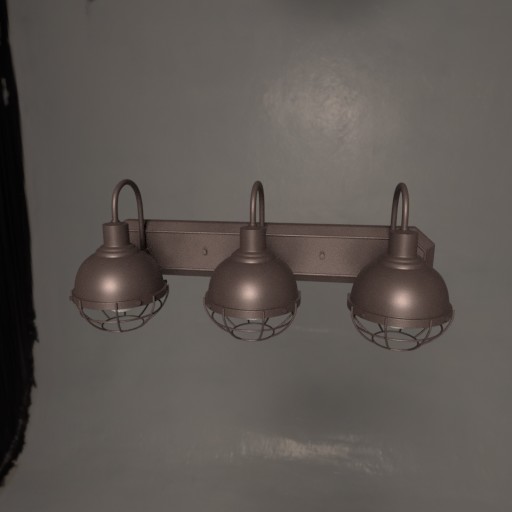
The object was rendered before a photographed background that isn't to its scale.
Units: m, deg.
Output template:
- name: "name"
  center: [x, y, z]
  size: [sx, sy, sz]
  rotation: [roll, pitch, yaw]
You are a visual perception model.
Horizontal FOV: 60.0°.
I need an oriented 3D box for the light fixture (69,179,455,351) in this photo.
- name: "light fixture"
  center: [0.000, 0.000, 0.765]
  size: [0.634, 0.254, 0.229]
  rotation: [2, 14, 8]
